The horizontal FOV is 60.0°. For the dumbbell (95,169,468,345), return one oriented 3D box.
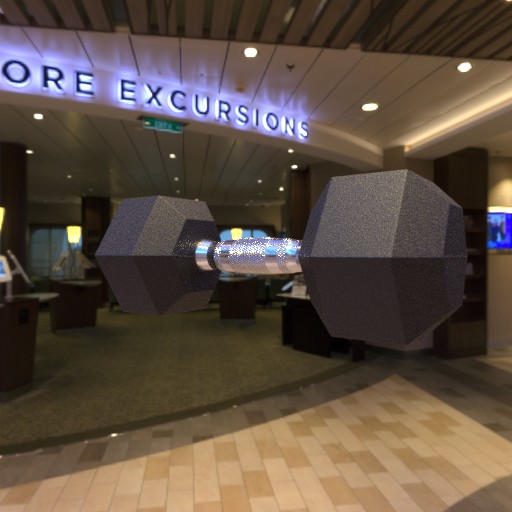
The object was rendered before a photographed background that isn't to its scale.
[{"bbox_3d":[0.000,0.000,0.424,0.356,0.123,0.141,0,1,35],"label":"dumbbell"}]
